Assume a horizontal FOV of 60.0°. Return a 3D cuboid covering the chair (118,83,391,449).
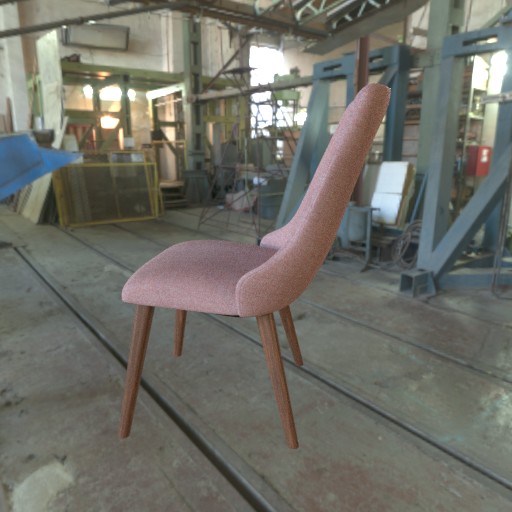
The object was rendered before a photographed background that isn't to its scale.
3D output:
[{"bbox_3d":[0.000,0.000,1.311,0.707,0.918,0.535,2,14,8],"label":"chair"}]
